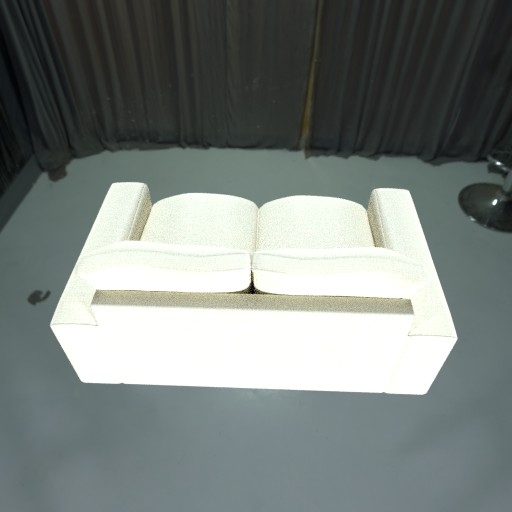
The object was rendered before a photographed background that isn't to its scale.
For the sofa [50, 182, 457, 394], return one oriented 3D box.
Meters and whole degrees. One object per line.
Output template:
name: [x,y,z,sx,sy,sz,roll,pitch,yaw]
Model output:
sofa: [0.000,0.000,2.337,1.754,0.875,1.091,2,46,2]
